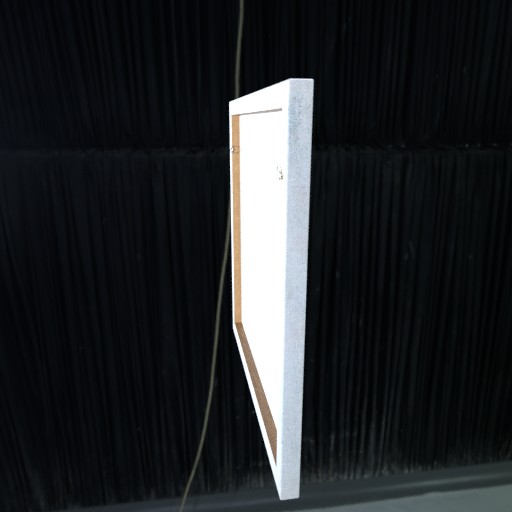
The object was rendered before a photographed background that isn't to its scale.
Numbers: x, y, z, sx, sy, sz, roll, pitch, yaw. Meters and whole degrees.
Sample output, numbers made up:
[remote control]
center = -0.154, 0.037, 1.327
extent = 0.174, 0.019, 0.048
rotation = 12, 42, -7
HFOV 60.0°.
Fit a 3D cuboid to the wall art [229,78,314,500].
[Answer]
[wall art]
center = 0.000, 0.000, 1.110
extent = 0.041, 0.762, 0.762
rotation = -3, 17, -9
